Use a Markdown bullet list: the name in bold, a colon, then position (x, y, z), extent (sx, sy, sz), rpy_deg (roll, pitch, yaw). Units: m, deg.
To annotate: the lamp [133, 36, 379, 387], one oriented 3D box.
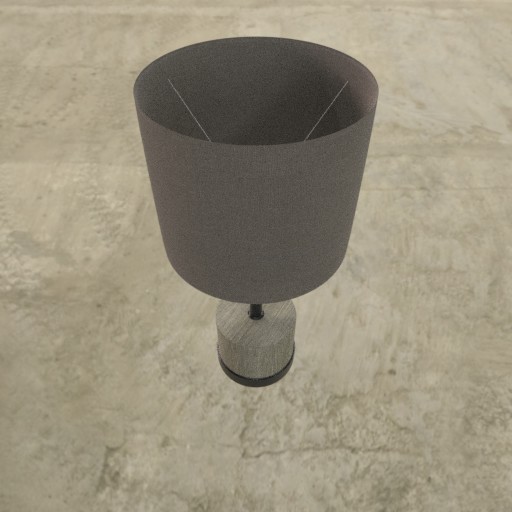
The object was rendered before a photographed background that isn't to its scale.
- **lamp**: position (0.000, 0.000, 0.584), extent (0.229, 0.470, 0.229), rpy_deg (24, 50, 22)
